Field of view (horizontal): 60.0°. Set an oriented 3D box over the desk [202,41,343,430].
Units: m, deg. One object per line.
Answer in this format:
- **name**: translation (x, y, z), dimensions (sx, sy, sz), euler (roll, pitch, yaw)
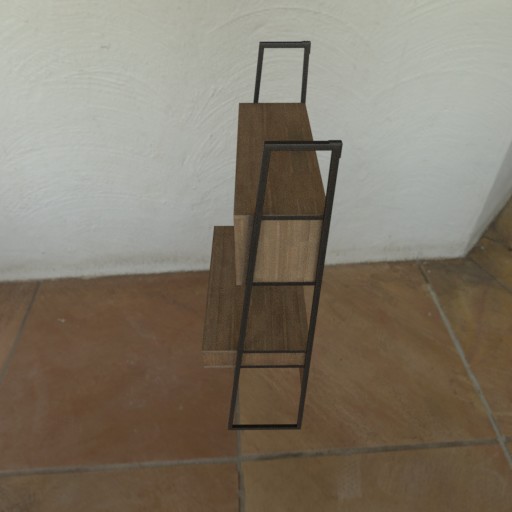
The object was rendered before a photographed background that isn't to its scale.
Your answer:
- **desk**: translation (0.000, 0.000, 2.299), dimensions (0.515, 1.809, 0.982), euler (0, 42, 0)
